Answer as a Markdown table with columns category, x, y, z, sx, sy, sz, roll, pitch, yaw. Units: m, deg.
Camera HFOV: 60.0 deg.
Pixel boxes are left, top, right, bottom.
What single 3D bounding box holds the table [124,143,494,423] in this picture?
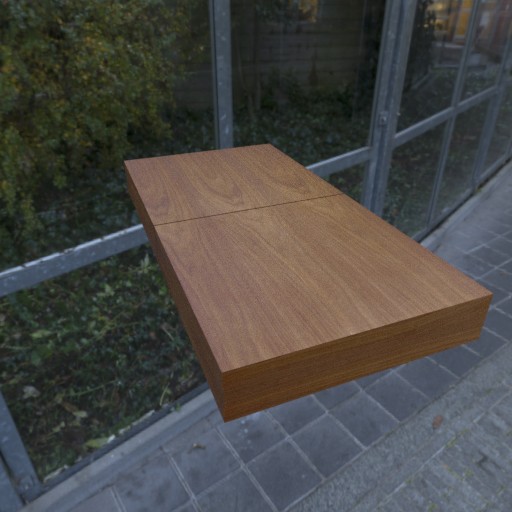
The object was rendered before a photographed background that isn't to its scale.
| category | x | y | z | sx | sy | sz | roll | pitch | yaw |
| --- | --- | --- | --- | --- | --- | --- | --- | --- | --- |
| table | 0.000 | 0.000 | 1.407 | 0.610 | 0.330 | 1.194 | -12 | 32 | -19 |
